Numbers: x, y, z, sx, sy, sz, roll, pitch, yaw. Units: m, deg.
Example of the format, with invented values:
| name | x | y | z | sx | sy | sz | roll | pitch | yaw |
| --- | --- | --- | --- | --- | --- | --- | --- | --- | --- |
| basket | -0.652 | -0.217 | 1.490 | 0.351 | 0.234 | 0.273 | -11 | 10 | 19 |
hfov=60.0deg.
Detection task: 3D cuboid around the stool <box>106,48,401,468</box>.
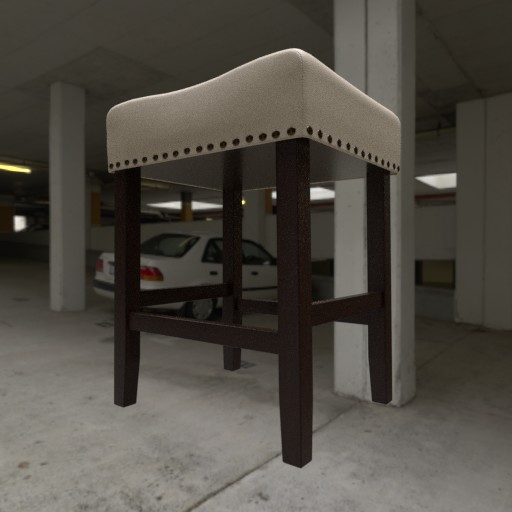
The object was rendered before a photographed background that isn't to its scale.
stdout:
| name | x | y | z | sx | sy | sz | roll | pitch | yaw |
| --- | --- | --- | --- | --- | --- | --- | --- | --- | --- |
| stool | 0.000 | 0.000 | 0.914 | 0.471 | 0.609 | 0.401 | 0 | 1 | 37 |
